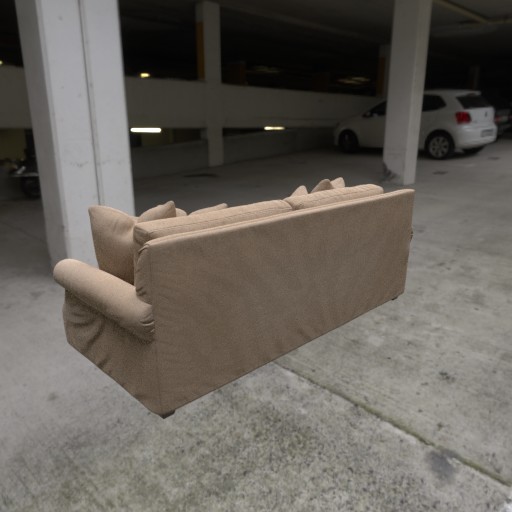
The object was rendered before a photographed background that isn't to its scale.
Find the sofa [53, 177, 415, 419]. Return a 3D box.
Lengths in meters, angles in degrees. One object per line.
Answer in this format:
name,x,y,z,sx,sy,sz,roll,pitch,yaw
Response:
sofa,0.000,0.000,2.878,2.285,0.904,1.067,-15,22,-42
